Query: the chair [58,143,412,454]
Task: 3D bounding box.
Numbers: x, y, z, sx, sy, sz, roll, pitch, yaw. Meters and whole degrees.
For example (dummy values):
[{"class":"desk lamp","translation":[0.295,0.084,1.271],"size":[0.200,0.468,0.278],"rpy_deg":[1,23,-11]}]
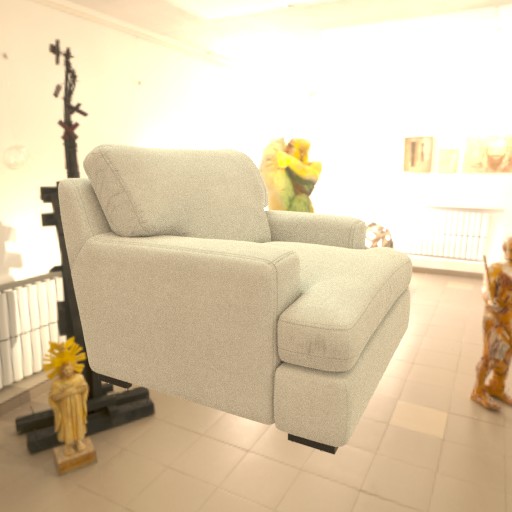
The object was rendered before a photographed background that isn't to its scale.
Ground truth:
[{"class":"chair","translation":[0.000,0.000,1.916],"size":[1.158,0.930,1.140],"rpy_deg":[6,14,27]}]
